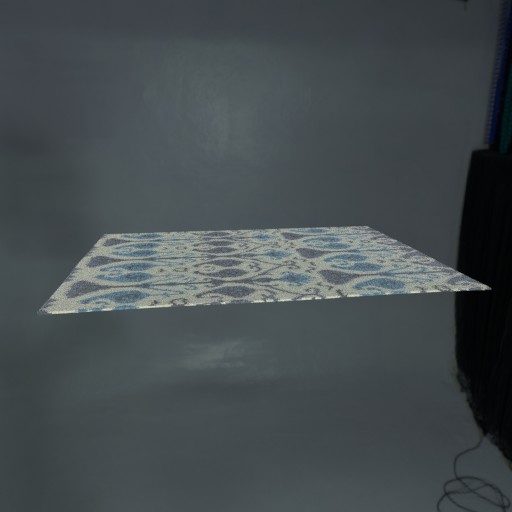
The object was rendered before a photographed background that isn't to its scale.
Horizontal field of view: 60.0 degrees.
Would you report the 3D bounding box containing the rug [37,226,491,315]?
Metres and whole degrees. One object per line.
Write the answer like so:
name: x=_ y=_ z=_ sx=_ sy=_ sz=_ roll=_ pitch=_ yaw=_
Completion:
rug: x=0.000 y=0.000 z=2.961 sx=2.261 sy=0.013 sz=1.676 roll=-2 pitch=15 yaw=-8
